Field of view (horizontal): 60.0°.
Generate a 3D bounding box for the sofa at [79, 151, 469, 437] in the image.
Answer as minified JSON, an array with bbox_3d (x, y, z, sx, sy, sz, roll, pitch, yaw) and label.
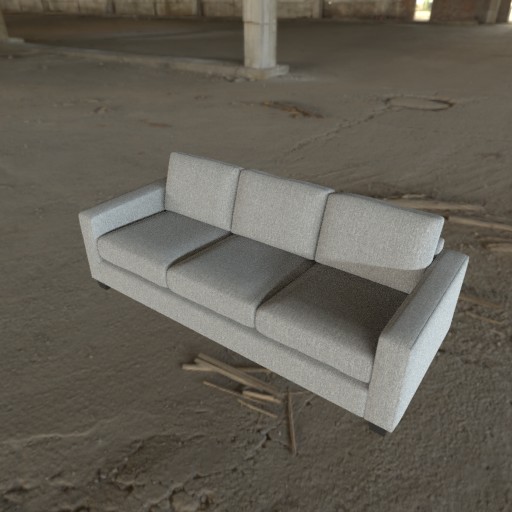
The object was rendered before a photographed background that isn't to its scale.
[{"bbox_3d":[0.000,0.000,2.608,2.120,0.800,0.900,20,36,30],"label":"sofa"}]
